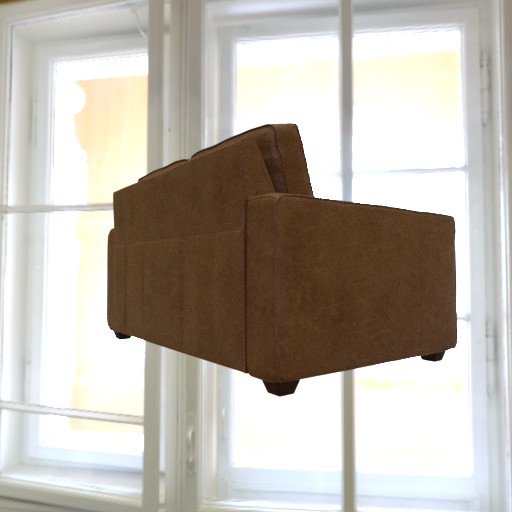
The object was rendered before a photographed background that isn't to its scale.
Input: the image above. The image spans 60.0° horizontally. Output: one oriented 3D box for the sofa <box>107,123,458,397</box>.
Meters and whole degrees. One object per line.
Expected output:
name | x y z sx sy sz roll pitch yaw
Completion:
sofa | 0.000 0.000 2.164 1.020 0.896 1.532 1 -2 -37
